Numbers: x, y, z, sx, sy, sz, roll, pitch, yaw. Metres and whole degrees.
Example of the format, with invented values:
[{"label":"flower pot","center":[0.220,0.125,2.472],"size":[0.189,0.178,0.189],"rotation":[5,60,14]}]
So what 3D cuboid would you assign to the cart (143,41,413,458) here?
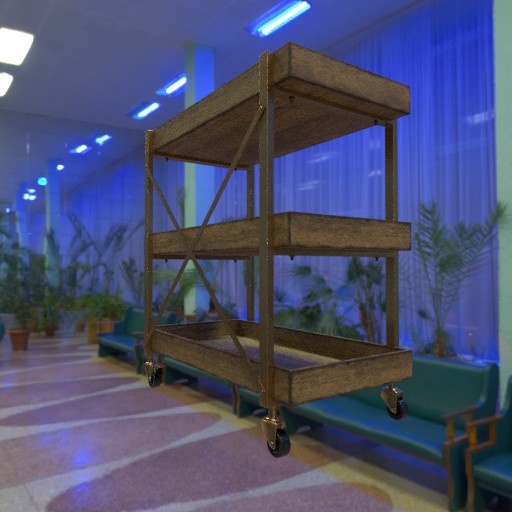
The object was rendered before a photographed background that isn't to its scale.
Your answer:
[{"label":"cart","center":[0.000,0.000,1.245],"size":[0.416,0.799,0.750],"rotation":[1,-2,-35]}]
